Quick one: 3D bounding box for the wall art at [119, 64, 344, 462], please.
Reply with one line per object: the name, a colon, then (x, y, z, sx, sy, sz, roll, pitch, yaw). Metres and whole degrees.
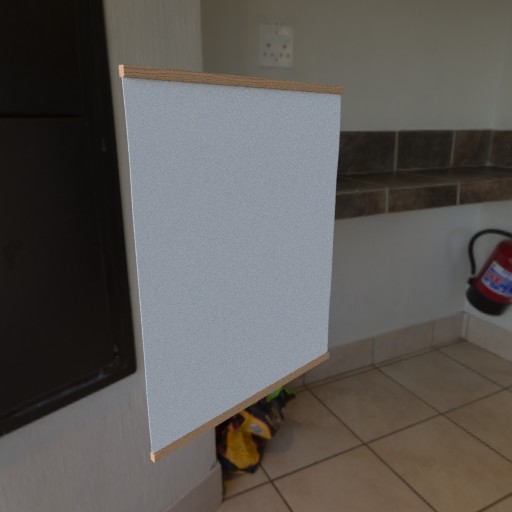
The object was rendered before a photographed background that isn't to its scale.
wall art: (0.000, 0.000, 0.678, 0.010, 0.507, 0.404, 16, 23, 43)
